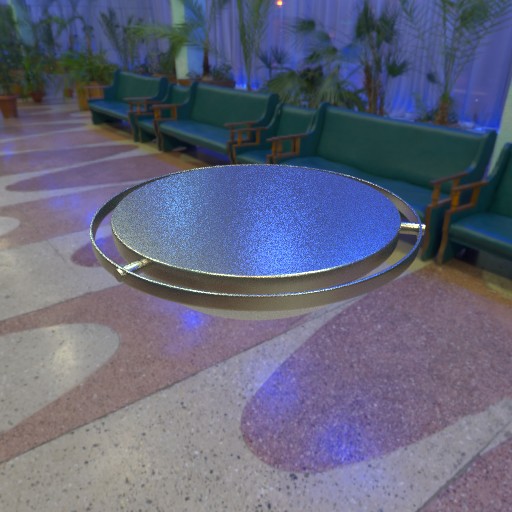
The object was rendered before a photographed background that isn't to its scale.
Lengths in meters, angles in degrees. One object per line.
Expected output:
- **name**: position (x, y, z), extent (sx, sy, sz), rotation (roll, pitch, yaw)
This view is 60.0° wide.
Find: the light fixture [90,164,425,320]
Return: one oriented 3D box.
- **light fixture**: position (0.000, 0.000, 0.534), extent (0.361, 0.130, 0.361), rotation (0, 28, 0)
